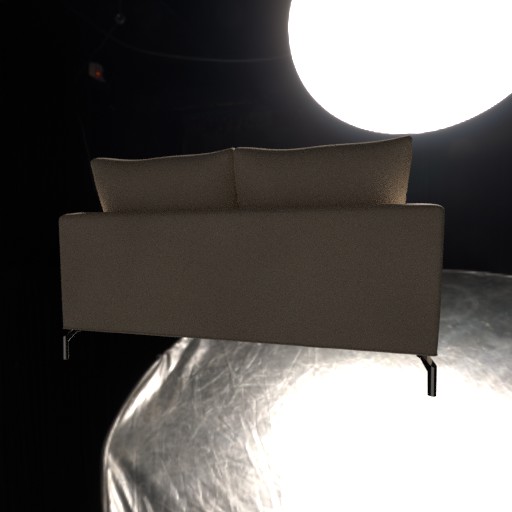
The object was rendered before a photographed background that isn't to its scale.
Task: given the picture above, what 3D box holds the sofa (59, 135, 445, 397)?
[{"bbox_3d":[0.000,0.000,2.298,1.739,0.995,0.906,1,2,19],"label":"sofa"}]
